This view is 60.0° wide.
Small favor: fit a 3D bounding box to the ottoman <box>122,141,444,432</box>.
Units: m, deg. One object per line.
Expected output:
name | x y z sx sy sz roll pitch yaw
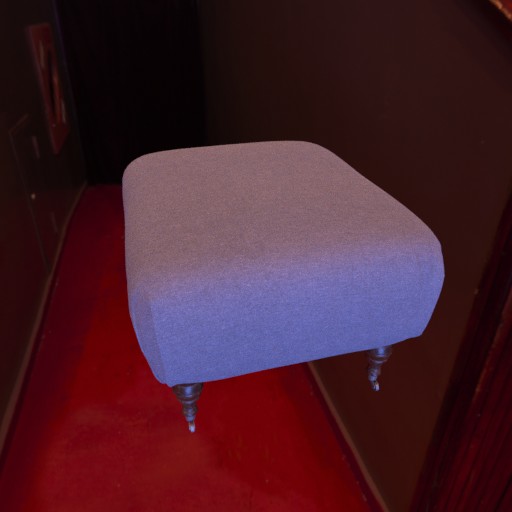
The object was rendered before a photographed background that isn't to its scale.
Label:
ottoman | 0.000 0.000 1.142 0.622 0.450 0.747 -8 31 -13
